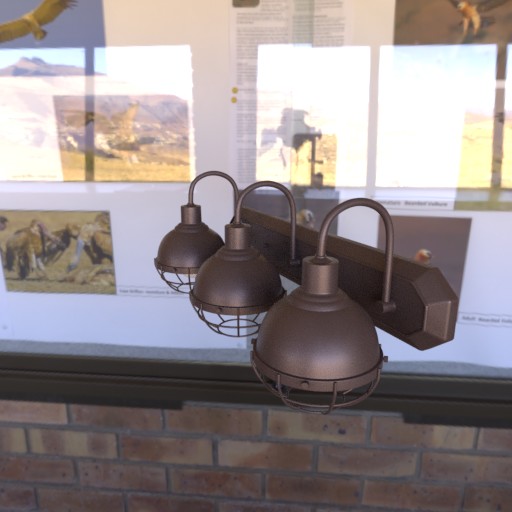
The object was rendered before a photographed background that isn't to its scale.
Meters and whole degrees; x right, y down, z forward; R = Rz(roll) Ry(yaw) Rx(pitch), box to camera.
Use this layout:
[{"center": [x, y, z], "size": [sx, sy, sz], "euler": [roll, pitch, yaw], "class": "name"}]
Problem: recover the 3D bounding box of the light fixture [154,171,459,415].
[{"center": [0.000, 0.000, 0.758], "size": [0.229, 0.254, 0.634], "euler": [-8, 17, -26], "class": "light fixture"}]
